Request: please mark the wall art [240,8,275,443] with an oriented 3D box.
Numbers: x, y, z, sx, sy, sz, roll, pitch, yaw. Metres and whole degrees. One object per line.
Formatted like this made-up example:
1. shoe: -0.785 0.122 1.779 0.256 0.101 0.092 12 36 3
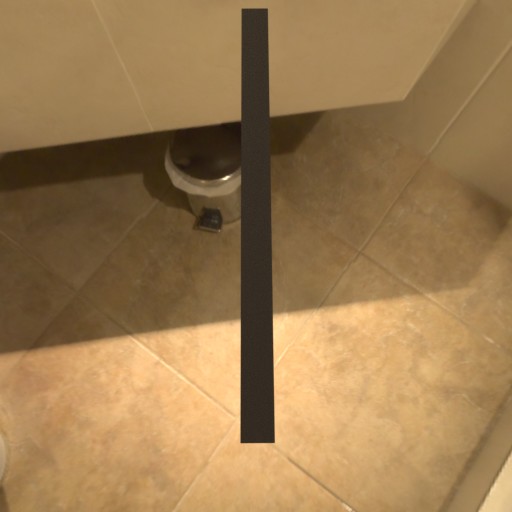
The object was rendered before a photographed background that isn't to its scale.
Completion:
1. wall art: 0.000 0.000 0.736 0.033 0.507 0.508 0 75 0
